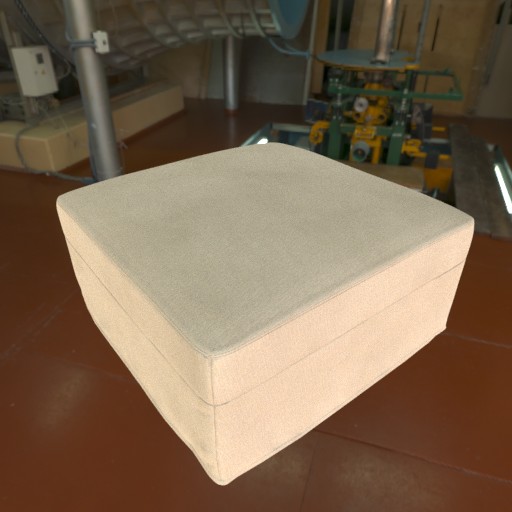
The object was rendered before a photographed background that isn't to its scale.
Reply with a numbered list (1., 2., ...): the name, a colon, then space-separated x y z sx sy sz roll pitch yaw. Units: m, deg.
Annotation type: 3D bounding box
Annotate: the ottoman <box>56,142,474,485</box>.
1. ottoman: 0.000 0.000 1.282 0.843 0.441 0.842 -22 38 -31
